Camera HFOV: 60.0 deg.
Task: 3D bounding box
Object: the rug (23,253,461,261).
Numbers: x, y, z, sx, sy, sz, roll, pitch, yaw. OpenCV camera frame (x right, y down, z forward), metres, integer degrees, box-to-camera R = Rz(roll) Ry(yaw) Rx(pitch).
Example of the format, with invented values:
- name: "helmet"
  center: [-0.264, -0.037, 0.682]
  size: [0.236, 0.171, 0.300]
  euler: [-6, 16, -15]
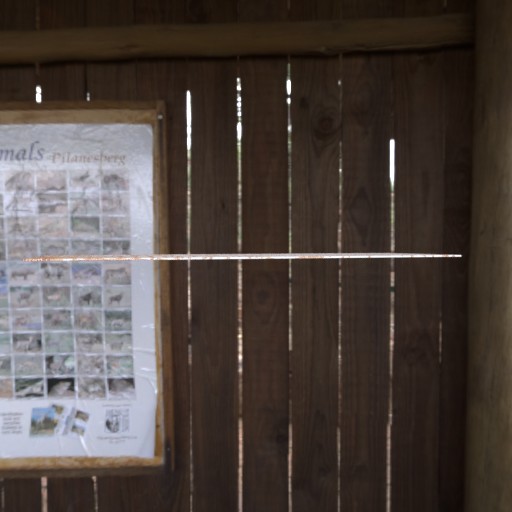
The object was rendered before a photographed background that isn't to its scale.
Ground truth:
- name: "rug"
  center: [0.000, 0.000, 2.703]
  size: [2.435, 0.011, 0.750]
  euler: [0, 1, -19]
